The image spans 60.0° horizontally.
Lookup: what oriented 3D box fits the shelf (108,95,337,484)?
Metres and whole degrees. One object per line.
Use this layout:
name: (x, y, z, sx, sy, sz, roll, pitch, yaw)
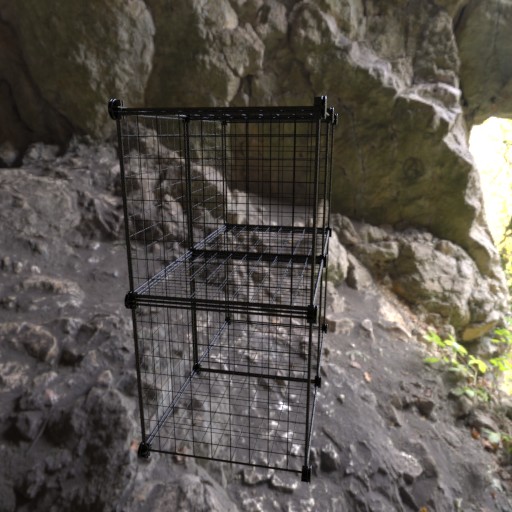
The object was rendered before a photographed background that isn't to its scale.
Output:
shelf: (0.000, 0.000, 1.124, 0.356, 0.711, 0.711, 3, 16, 11)
